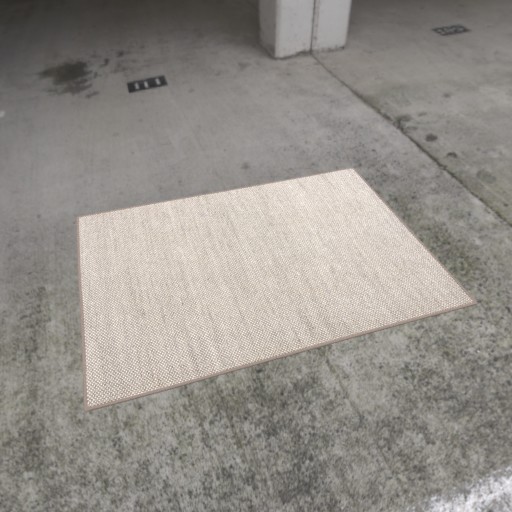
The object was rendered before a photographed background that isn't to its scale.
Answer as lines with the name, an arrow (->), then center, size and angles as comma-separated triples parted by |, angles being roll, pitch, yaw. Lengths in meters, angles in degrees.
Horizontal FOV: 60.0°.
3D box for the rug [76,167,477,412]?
rug -> 0.000, 0.000, 2.757 | 2.115, 0.013, 1.517 | -12, 44, -13
